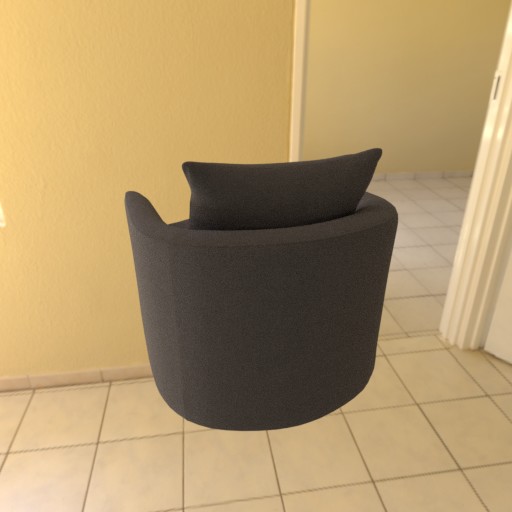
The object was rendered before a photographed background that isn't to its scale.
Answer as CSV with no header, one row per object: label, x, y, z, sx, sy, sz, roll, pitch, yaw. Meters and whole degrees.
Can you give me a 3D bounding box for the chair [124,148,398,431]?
chair,0.000,0.000,1.591,0.845,0.848,0.910,-8,27,-16
